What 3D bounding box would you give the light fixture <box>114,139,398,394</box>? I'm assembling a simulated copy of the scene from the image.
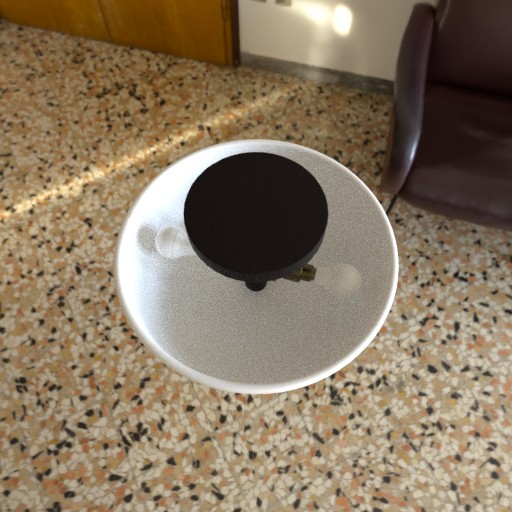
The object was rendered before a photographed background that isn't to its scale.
[{"bbox_3d":[0.000,0.000,0.539,0.331,0.212,0.331,0,63,0],"label":"light fixture"}]
